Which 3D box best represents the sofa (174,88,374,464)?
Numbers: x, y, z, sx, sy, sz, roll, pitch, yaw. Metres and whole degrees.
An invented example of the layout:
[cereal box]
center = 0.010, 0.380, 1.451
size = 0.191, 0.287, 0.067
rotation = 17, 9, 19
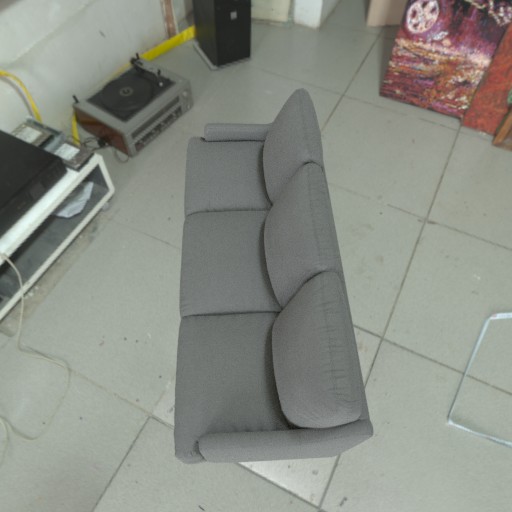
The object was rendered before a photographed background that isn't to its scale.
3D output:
[sofa]
center = 0.000, 0.000, 2.848
size = 0.987, 0.926, 2.344
rotation = -2, 58, -2
